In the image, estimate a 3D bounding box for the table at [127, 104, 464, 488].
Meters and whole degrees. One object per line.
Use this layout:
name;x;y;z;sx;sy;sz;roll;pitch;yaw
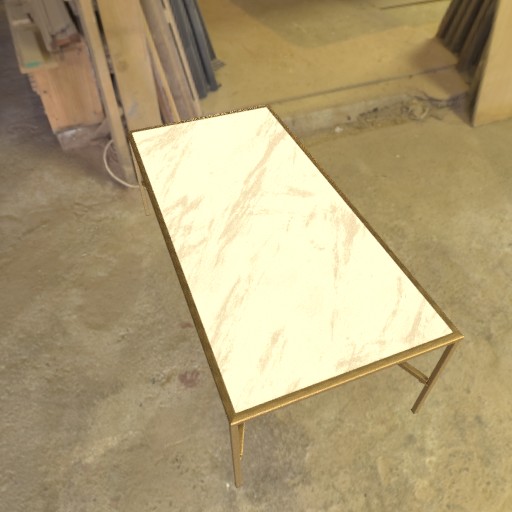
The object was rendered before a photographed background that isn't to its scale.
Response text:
table;0.000;0.000;1.490;0.577;0.405;1.197;-16;48;-15
